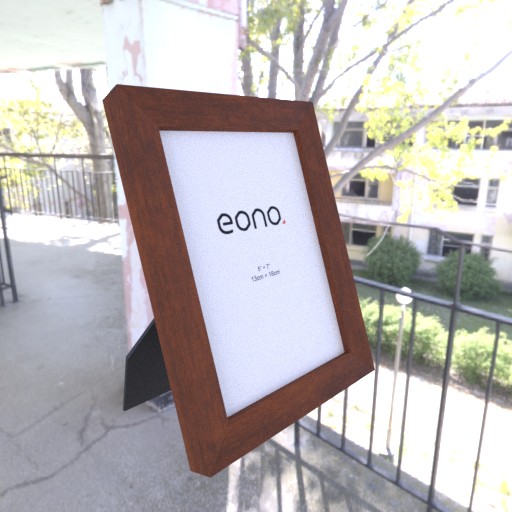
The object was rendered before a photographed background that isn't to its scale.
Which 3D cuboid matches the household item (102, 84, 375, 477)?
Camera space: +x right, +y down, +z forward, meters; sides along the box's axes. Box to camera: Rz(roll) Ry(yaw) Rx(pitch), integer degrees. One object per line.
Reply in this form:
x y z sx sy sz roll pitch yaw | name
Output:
0.000 0.000 0.293 0.160 0.204 0.096 -14 20 -42 | household item
